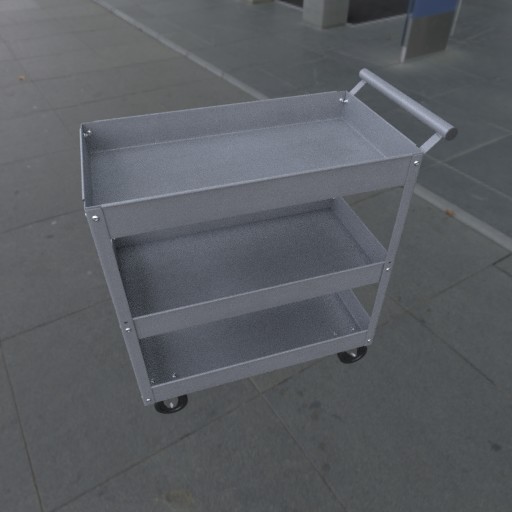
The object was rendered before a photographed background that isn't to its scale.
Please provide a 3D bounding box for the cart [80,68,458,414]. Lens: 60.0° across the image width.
[{"bbox_3d":[0.000,0.000,1.170,0.719,0.780,0.366,-12,42,-13],"label":"cart"}]
